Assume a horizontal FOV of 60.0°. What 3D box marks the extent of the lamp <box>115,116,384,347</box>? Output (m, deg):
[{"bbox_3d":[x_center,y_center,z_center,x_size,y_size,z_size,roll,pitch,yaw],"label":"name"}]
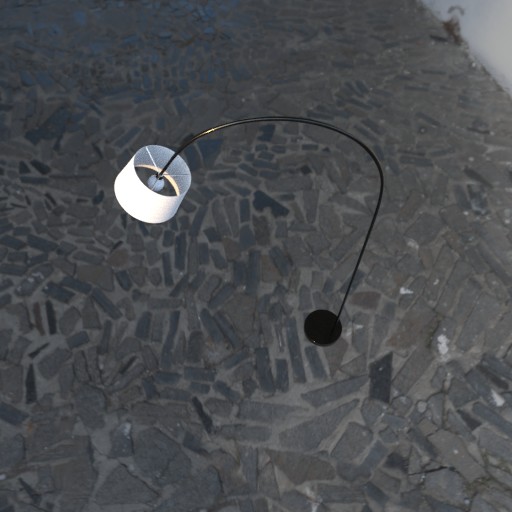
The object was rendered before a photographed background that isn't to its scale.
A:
[{"bbox_3d":[0.000,0.000,2.668,1.363,2.104,0.331,2,58,1],"label":"lamp"}]
